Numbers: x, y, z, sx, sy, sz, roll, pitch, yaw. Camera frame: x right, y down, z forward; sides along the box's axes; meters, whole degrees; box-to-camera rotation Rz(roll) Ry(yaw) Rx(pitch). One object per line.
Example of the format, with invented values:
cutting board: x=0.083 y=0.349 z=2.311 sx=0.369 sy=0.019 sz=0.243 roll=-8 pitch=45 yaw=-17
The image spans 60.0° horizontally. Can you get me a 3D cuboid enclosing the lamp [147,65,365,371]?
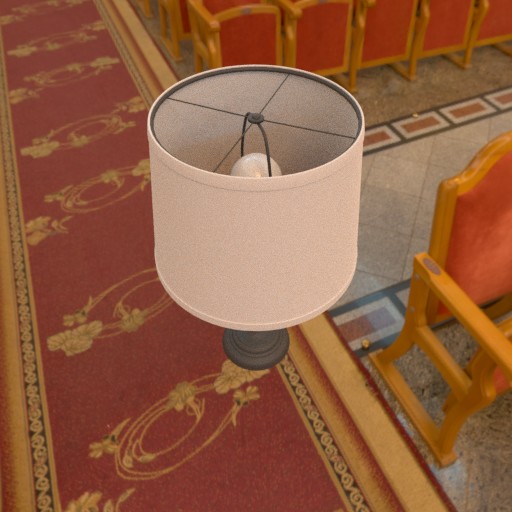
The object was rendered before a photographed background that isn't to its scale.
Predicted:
lamp: x=0.000 y=0.000 z=0.706 sx=0.310 sy=0.501 sz=0.310 roll=0 pitch=48 yaw=0
